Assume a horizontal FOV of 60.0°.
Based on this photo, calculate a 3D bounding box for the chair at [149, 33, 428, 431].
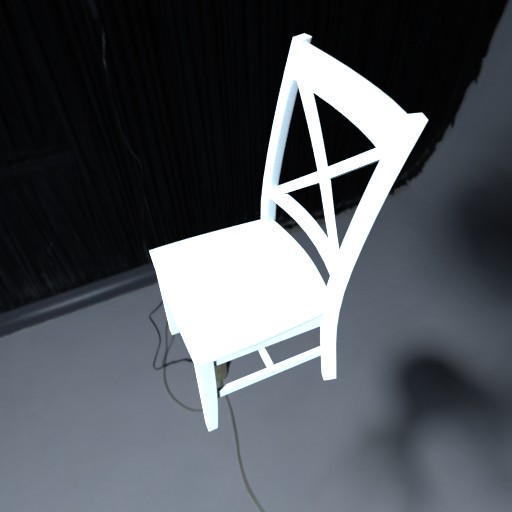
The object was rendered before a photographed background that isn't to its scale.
[{"bbox_3d":[0.000,0.000,1.271,0.542,0.983,0.485,-18,49,-17],"label":"chair"}]
